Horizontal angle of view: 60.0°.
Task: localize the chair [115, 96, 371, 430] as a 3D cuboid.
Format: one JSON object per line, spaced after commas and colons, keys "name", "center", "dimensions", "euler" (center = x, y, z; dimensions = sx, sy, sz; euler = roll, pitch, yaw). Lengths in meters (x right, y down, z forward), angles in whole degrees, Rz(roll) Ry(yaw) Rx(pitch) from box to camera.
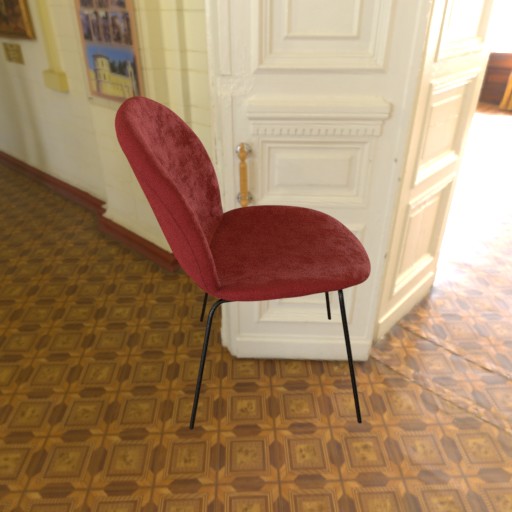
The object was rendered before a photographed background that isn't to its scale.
{"name": "chair", "center": [0.000, 0.000, 1.168], "dimensions": [0.587, 0.791, 0.458], "euler": [-1, 31, -2]}
